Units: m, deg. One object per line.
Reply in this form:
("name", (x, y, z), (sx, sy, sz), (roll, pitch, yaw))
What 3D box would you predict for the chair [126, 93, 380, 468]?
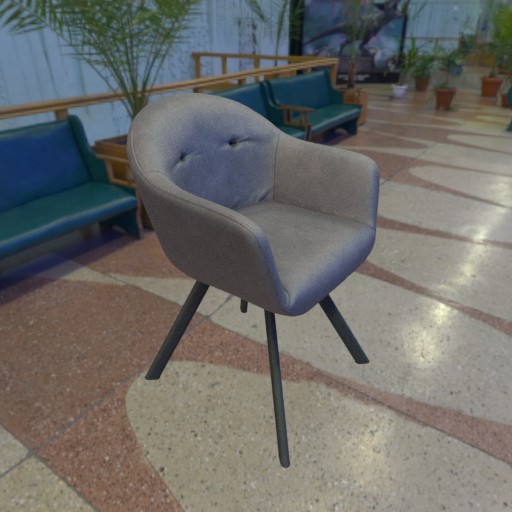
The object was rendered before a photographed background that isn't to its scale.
("chair", (0.000, 0.000, 1.192), (0.544, 0.781, 0.567), (19, 34, 32))
